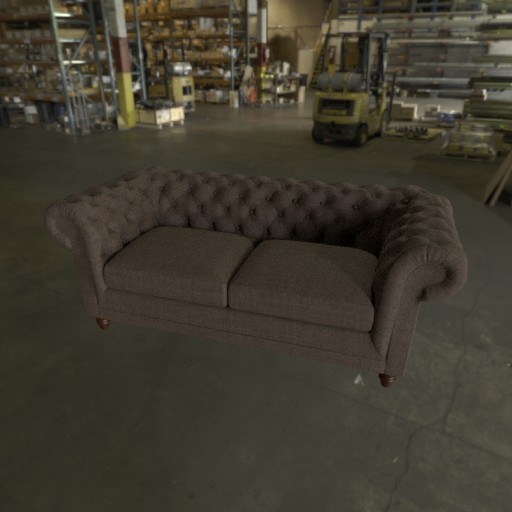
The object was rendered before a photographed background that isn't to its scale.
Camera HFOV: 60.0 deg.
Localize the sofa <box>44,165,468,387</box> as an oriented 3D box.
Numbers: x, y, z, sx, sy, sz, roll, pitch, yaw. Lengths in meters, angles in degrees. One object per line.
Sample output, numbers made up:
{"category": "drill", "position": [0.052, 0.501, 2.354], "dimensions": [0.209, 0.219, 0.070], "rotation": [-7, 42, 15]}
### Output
{"category": "sofa", "position": [0.000, 0.000, 2.518], "dimensions": [2.048, 0.780, 0.944], "rotation": [8, 26, 16]}
